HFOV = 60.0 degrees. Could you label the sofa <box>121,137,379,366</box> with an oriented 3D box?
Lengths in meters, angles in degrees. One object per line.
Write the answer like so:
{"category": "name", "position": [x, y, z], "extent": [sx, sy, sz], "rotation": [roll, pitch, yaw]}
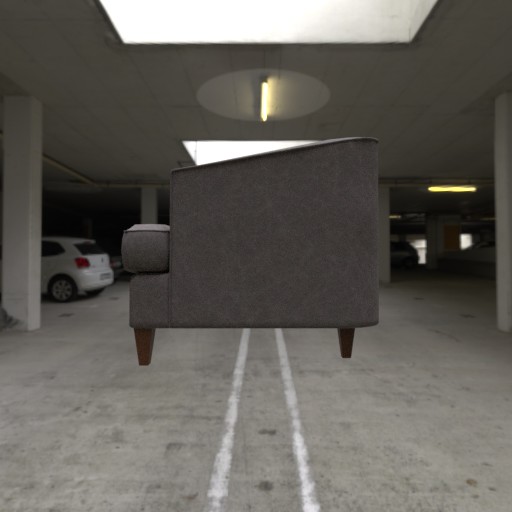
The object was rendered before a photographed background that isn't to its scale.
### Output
{"category": "sofa", "position": [0.000, 0.000, 2.590], "extent": [0.917, 0.806, 2.247], "rotation": [0, -2, 0]}
